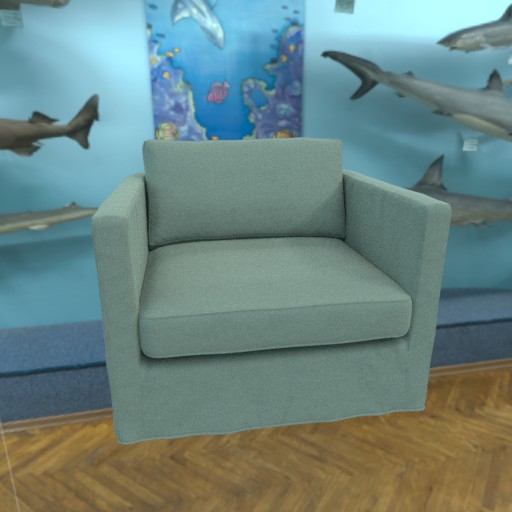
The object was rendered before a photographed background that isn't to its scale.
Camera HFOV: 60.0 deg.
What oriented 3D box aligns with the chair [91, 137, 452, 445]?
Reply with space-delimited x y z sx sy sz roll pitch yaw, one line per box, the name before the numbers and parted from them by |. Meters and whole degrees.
chair | 0.000 0.000 1.725 1.057 0.863 0.949 -3 18 -9
